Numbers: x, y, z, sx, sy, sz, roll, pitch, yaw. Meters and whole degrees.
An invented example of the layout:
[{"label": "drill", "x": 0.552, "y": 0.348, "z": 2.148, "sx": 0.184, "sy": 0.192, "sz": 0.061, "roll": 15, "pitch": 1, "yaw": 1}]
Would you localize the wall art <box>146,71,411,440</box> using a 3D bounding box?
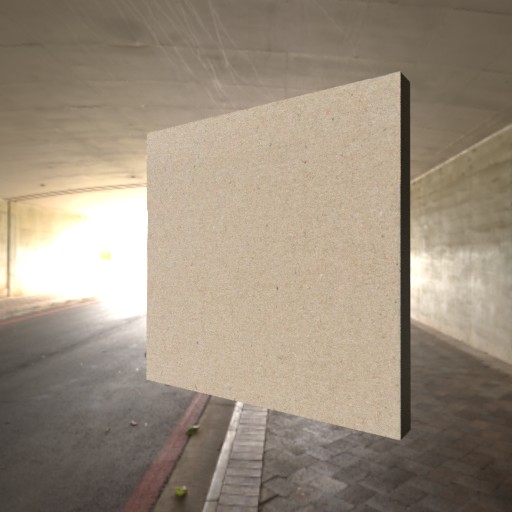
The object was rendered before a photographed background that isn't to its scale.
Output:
[{"label": "wall art", "x": 0.000, "y": 0.000, "z": 0.489, "sx": 0.327, "sy": 0.318, "sz": 0.029, "roll": 0, "pitch": 0, "yaw": 36}]
